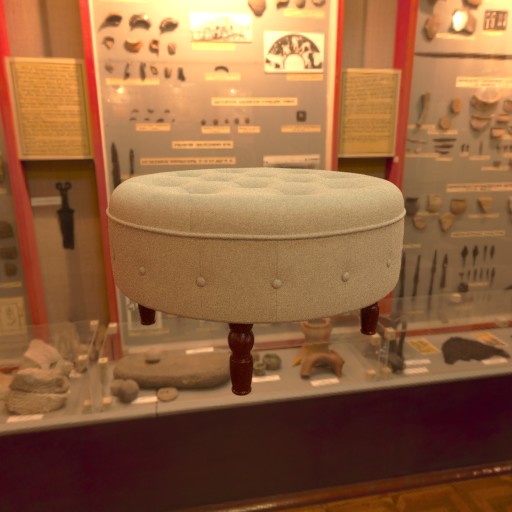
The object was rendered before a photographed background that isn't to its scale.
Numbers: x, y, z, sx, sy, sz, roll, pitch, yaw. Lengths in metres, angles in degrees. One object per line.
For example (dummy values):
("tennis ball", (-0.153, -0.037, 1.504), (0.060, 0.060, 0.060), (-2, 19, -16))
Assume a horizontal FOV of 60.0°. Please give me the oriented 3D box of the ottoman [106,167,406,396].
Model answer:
("ottoman", (0.000, 0.000, 1.364), (0.849, 0.478, 0.849), (0, 16, 0))
